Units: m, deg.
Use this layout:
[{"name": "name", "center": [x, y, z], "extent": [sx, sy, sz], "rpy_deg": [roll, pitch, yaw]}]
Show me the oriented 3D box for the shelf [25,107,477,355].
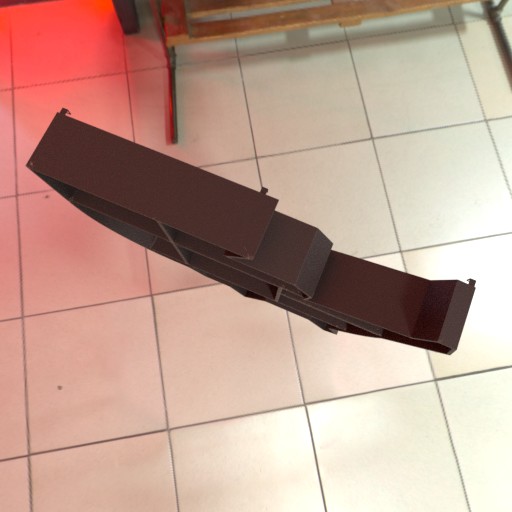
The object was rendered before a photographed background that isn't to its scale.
[{"name": "shelf", "center": [0.000, 0.000, 0.877], "extent": [0.729, 0.439, 0.112], "rpy_deg": [22, 77, 5]}]
